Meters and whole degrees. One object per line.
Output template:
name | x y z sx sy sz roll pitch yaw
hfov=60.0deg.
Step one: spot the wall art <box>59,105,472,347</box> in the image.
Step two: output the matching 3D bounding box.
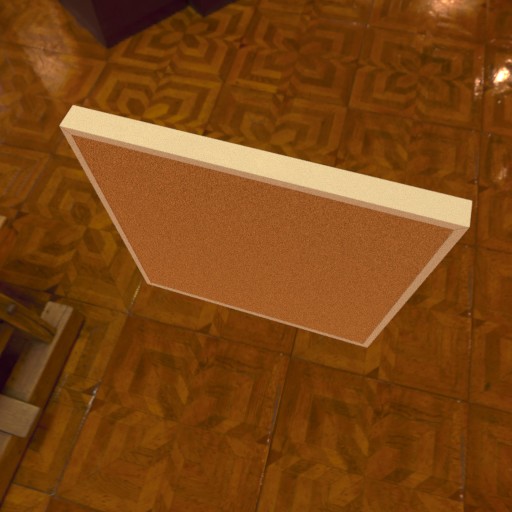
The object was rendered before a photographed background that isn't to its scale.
wall art | 0.000 0.000 0.760 0.508 0.508 0.037 15 64 8
